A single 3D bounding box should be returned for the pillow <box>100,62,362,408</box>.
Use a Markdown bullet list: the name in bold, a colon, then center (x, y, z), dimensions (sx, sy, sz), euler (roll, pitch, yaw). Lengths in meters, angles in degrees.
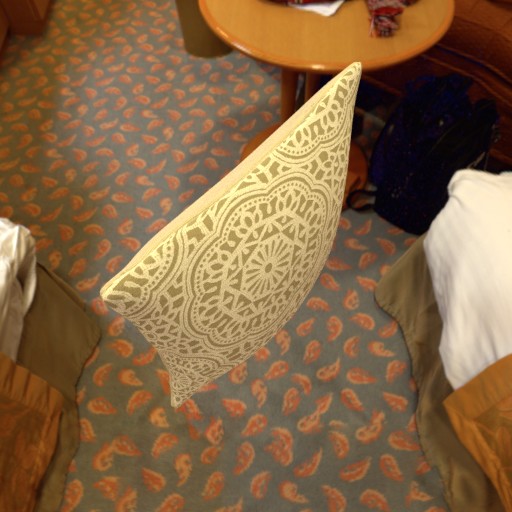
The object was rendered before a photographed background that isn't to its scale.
- **pillow**: center (0.000, 0.000, 0.652), dimensions (0.167, 0.421, 0.438), euler (34, 64, 19)
